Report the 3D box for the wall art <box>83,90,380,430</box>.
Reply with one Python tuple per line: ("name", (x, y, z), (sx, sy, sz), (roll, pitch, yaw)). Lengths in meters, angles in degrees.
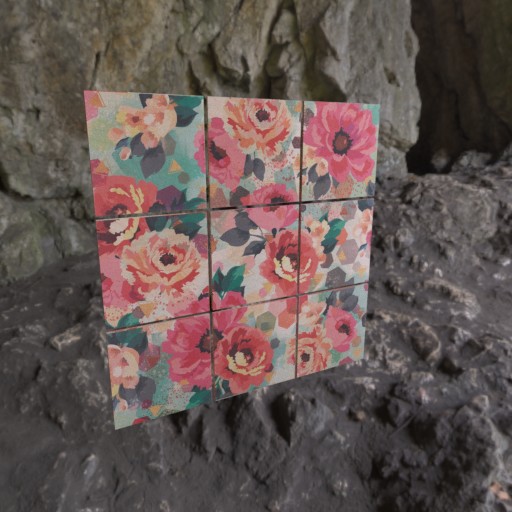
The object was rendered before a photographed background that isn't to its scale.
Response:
("wall art", (0.000, 0.000, 2.263), (1.521, 1.519, 0.013), (-8, 16, -27))
